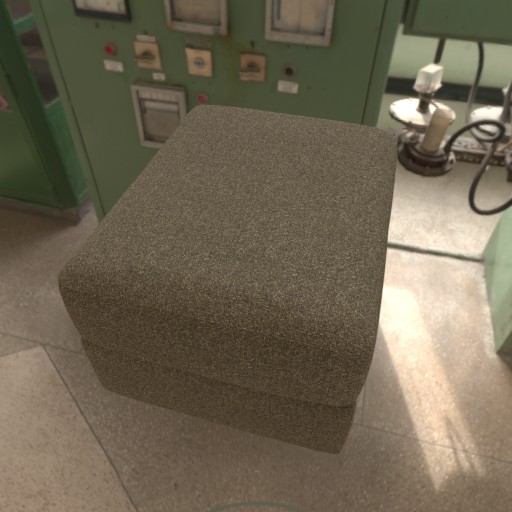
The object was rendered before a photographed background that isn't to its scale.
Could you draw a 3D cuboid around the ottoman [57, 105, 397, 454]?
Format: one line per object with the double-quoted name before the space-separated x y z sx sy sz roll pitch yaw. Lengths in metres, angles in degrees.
"ottoman" 0.000 0.000 1.119 0.598 0.476 0.742 11 46 11
